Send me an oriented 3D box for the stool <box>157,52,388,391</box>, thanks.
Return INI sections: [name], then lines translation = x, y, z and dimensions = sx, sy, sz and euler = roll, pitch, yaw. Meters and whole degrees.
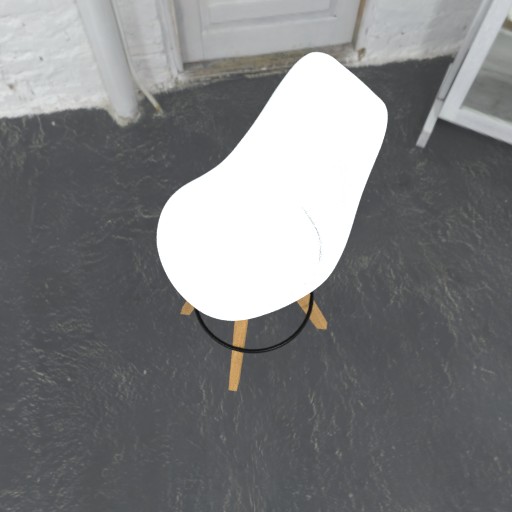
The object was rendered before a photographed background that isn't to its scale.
[stool]
translation = 0.000, 0.000, 1.386
dimensions = 0.549, 1.115, 0.482
euler = -31, 67, -15
